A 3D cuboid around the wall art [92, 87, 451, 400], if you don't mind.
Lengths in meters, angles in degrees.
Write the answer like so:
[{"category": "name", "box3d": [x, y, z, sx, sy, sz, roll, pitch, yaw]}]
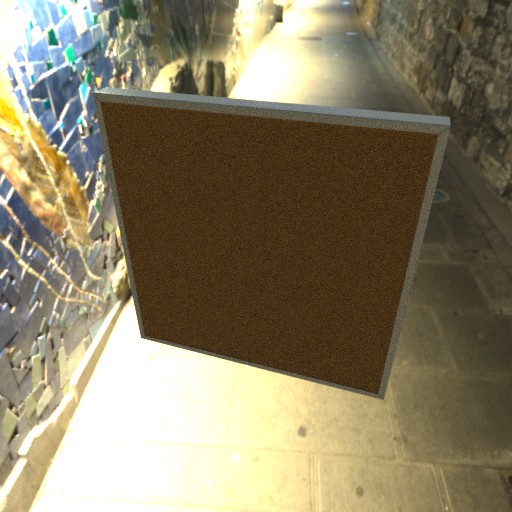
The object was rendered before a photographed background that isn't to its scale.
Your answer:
[{"category": "wall art", "box3d": [0.000, 0.000, 0.756, 0.508, 0.508, 0.037, 10, 35, 15]}]
